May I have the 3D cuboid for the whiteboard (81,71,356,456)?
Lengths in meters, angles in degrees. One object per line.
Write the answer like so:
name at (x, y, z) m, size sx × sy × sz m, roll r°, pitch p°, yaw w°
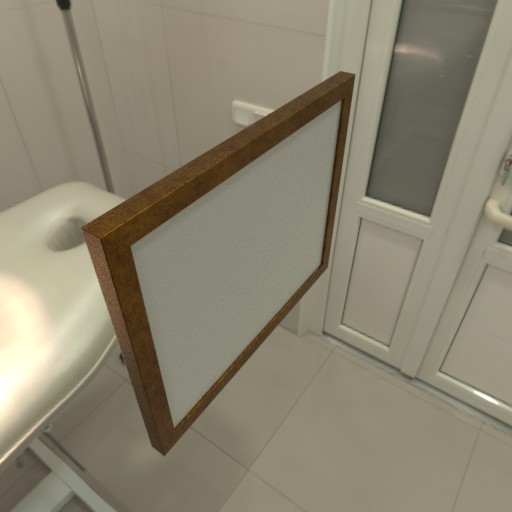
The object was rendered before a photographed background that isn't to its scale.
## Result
whiteboard at (0.000, 0.000, 0.756) m, size 0.029 × 0.457 × 0.561 m, roll 25°, pitch 47°, yaw 26°
